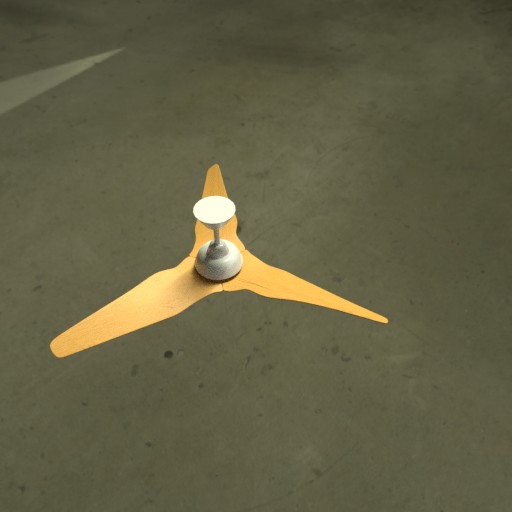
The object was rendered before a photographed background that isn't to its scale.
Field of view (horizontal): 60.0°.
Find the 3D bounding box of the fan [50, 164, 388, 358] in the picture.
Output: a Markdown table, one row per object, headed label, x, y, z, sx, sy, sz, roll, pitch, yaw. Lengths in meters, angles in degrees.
| label | x | y | z | sx | sy | sz | roll | pitch | yaw |
| --- | --- | --- | --- | --- | --- | --- | --- | --- | --- |
| fan | 0.000 | 0.000 | 1.608 | 1.010 | 0.355 | 1.142 | 17 | 49 | 15 |
